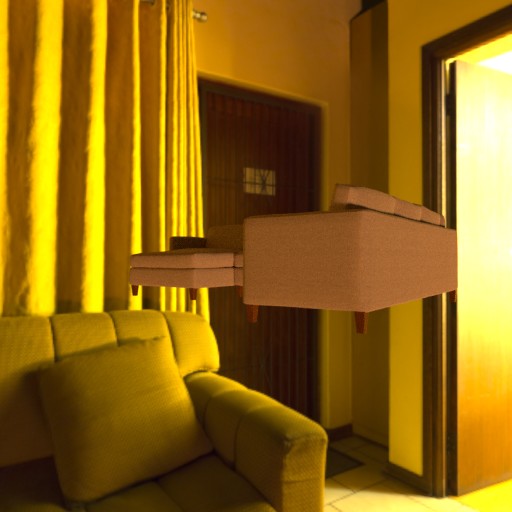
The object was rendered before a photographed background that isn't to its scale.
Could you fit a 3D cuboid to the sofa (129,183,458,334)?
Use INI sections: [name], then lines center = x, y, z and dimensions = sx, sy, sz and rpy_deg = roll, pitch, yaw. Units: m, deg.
[sofa]
center = 0.000, 0.000, 4.656
dimensions = 3.460, 0.961, 2.594
rpy_deg = 0, 0, 36
